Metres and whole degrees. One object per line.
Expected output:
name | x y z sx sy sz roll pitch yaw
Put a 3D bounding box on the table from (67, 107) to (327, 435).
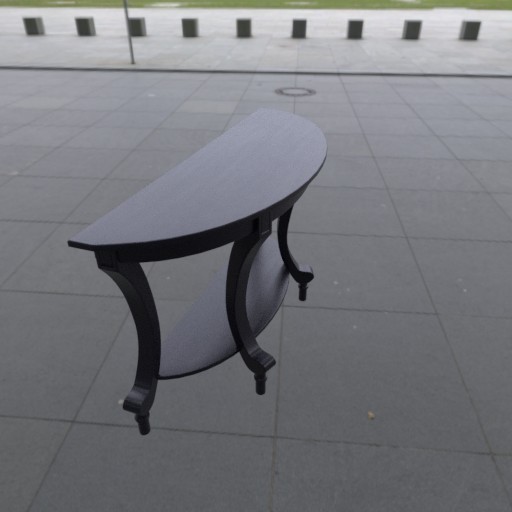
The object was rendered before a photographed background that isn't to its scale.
table | 0.000 0.000 1.518 0.394 0.692 1.198 11 34 17
